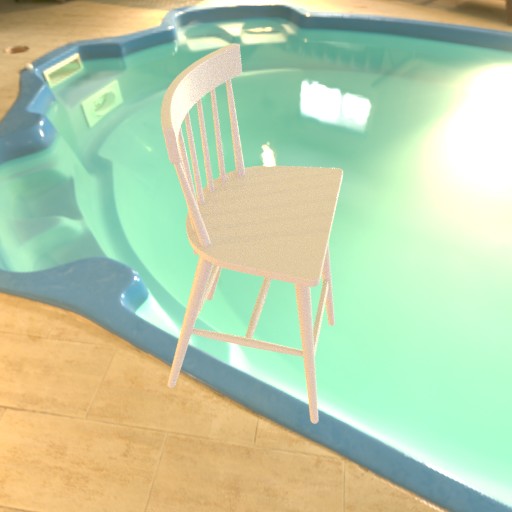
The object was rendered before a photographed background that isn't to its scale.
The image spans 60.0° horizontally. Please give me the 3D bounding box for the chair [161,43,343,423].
[{"bbox_3d":[0.000,0.000,1.386,0.572,1.092,0.483,11,46,10],"label":"chair"}]
